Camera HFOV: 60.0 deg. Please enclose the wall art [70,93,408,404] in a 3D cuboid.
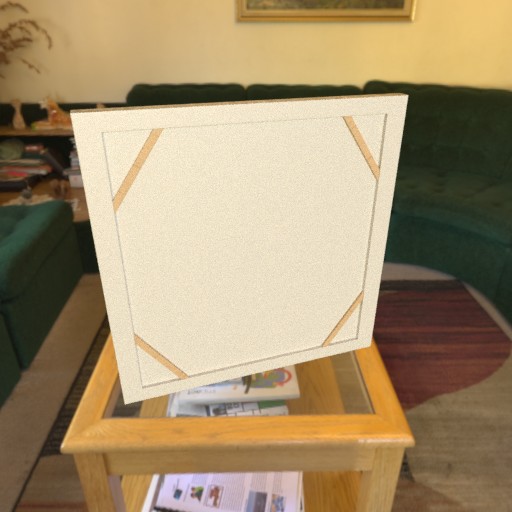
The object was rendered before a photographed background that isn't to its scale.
[{"bbox_3d":[0.000,0.000,1.643,1.092,1.091,0.051,-9,29,-17],"label":"wall art"}]
